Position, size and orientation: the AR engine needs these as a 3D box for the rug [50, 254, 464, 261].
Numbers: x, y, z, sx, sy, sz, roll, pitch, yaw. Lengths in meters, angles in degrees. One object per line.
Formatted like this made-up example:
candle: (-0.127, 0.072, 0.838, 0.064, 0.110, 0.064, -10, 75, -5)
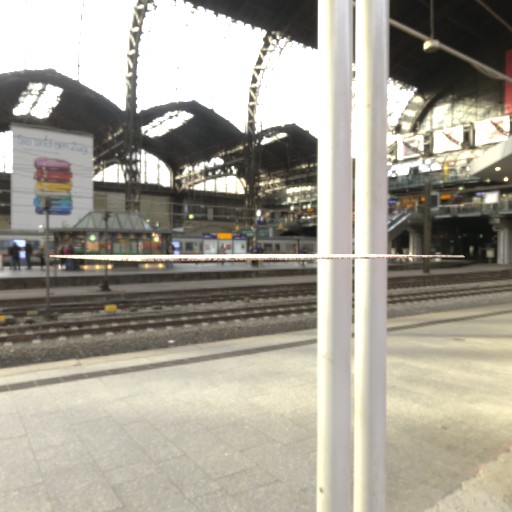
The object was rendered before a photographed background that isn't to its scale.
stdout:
rug: (0.000, 0.000, 4.281, 3.226, 0.024, 2.436, 0, 1, -36)
